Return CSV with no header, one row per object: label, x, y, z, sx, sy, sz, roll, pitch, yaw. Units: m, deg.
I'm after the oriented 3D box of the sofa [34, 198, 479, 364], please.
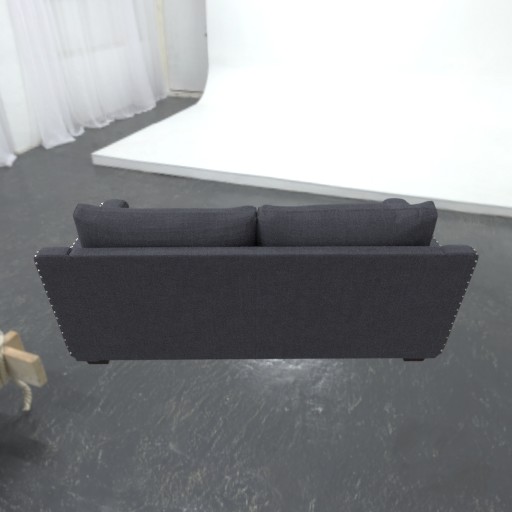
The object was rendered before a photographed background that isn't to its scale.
sofa,0.000,0.000,3.292,2.550,1.196,1.336,0,31,0
